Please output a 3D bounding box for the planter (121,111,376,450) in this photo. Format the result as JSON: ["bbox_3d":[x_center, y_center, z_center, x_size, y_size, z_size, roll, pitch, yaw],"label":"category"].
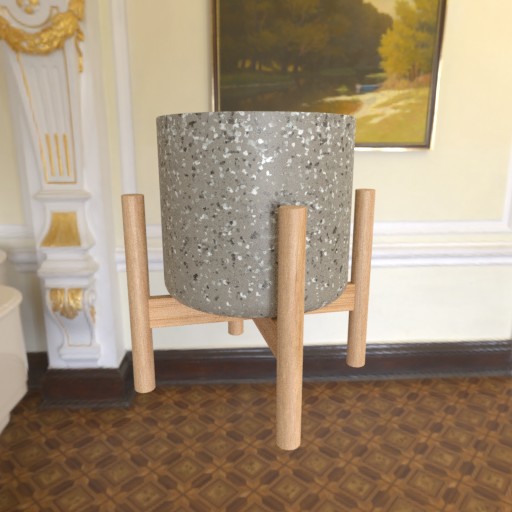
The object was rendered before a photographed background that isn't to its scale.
[{"bbox_3d":[0.000,0.000,0.541,0.284,0.320,0.284,2,14,9],"label":"planter"}]
